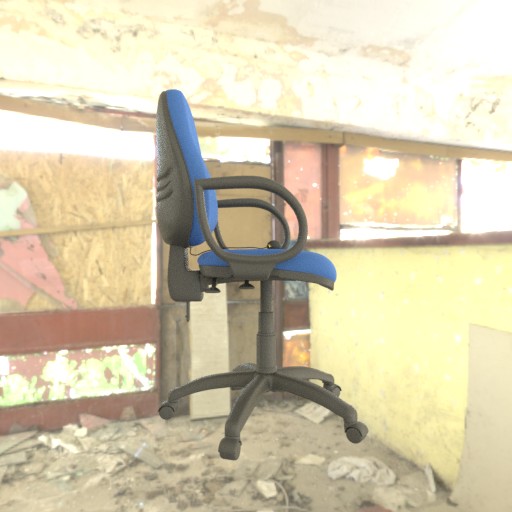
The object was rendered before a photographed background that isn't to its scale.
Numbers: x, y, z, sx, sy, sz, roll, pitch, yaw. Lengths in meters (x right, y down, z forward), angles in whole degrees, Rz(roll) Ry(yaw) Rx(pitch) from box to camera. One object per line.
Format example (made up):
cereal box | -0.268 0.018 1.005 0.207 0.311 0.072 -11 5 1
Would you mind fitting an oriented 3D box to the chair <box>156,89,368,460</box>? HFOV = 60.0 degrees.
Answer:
chair | 0.000 0.000 1.239 0.549 0.905 0.552 0 1 -1
